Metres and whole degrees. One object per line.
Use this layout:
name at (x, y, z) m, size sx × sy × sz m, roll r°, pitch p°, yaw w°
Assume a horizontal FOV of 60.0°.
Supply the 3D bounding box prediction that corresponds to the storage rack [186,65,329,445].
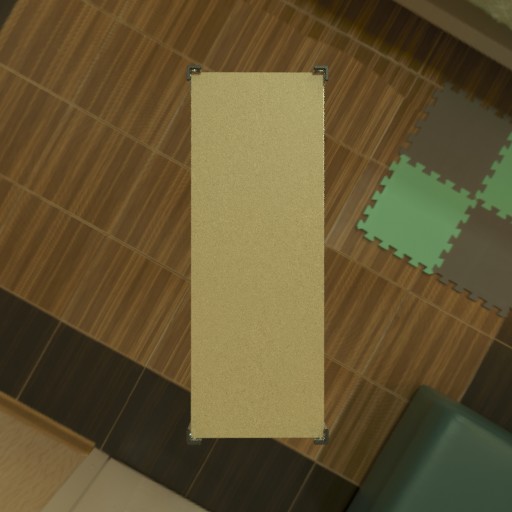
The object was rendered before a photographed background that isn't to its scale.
storage rack at (0.000, 0.000, 2.335) m, size 0.457 × 1.829 × 1.219 m, roll 0°, pitch 90°, yaw 0°
